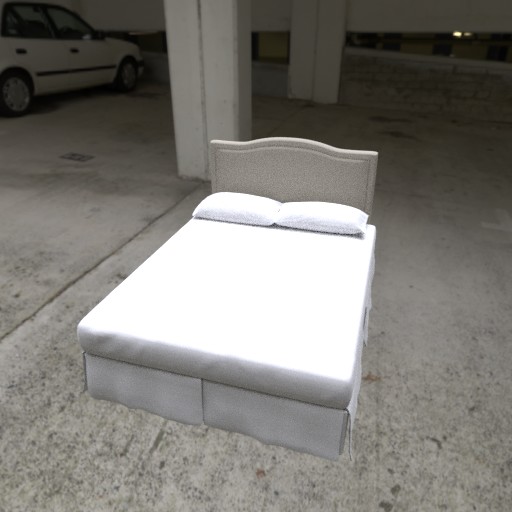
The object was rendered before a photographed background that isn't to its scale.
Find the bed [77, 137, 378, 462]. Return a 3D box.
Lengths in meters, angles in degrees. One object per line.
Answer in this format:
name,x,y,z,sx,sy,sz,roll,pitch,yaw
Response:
bed,0.000,0.000,3.708,1.977,1.437,2.477,8,29,15
